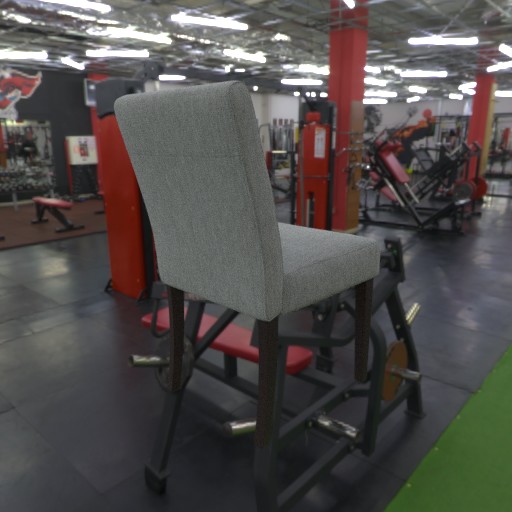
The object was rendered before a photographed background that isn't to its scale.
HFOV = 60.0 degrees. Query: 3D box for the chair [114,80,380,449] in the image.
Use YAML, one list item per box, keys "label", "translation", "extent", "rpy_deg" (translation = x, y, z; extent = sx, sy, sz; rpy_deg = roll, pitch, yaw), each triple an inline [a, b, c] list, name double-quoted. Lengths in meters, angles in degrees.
- label: "chair"
  translation: [0.000, 0.000, 1.297]
  extent: [0.487, 0.884, 0.629]
  rpy_deg: [14, 20, 42]
